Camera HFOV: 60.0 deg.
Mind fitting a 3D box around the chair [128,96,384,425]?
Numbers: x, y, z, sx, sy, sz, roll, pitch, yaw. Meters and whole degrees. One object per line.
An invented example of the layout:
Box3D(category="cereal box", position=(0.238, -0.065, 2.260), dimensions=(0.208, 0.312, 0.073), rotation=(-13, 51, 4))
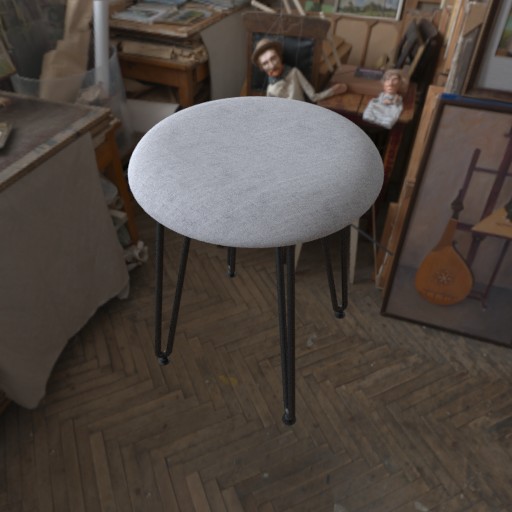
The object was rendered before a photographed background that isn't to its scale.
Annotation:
Box3D(category="chair", position=(0.000, 0.000, 0.655), dimensions=(0.350, 0.386, 0.350), rotation=(-12, 44, -13))
